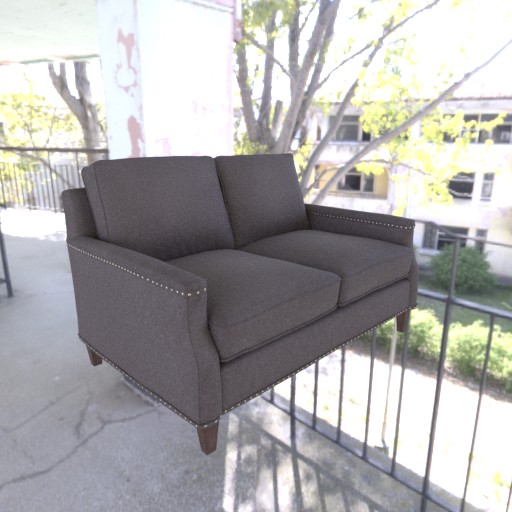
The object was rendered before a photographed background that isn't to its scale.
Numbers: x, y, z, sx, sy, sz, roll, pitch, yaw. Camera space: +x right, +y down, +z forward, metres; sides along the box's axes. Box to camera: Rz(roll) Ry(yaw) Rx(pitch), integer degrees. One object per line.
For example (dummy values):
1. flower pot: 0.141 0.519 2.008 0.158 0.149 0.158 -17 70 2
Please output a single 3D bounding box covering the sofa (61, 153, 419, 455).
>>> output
1. sofa: 0.000 0.000 2.289 1.597 1.003 1.084 -15 21 -43
